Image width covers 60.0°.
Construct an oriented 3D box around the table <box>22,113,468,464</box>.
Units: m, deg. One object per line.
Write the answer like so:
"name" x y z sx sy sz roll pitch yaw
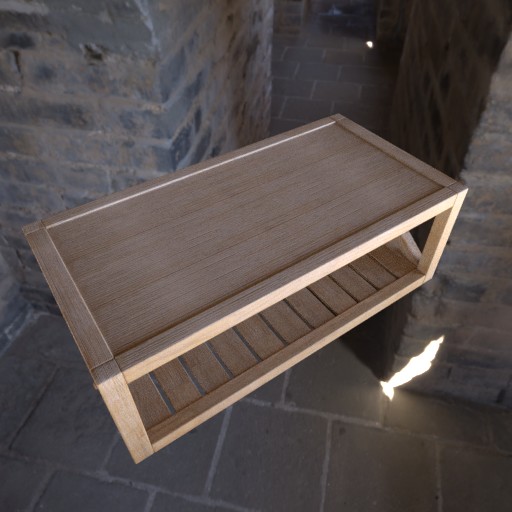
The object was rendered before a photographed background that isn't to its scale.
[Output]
"table" 0.000 0.000 1.599 1.321 0.457 0.660 -26 50 -24
